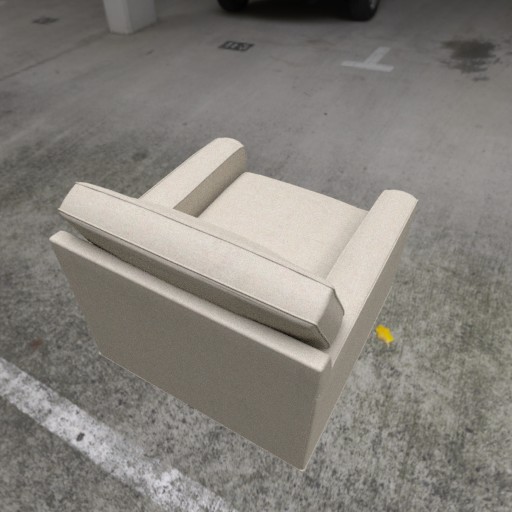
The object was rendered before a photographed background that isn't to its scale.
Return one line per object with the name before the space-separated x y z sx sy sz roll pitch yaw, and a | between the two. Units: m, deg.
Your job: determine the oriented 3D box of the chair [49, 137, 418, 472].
chair | 0.000 0.000 1.800 0.998 0.913 1.043 22 49 21
